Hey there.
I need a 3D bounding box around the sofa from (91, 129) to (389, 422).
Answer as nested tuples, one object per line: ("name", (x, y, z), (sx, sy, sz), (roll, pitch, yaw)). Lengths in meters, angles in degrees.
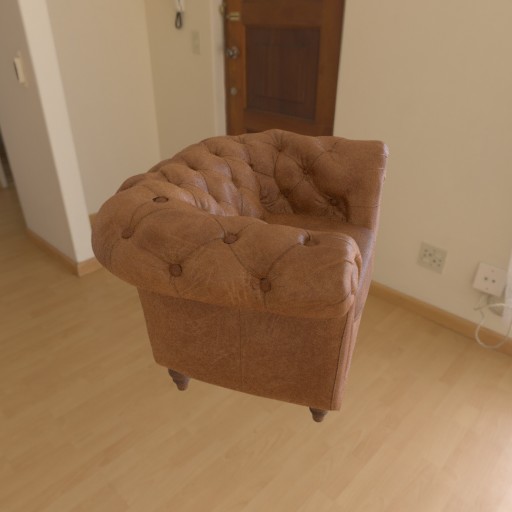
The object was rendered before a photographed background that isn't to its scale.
("sofa", (0.000, 0.000, 2.023), (1.033, 0.878, 1.405), (9, 30, 17))
